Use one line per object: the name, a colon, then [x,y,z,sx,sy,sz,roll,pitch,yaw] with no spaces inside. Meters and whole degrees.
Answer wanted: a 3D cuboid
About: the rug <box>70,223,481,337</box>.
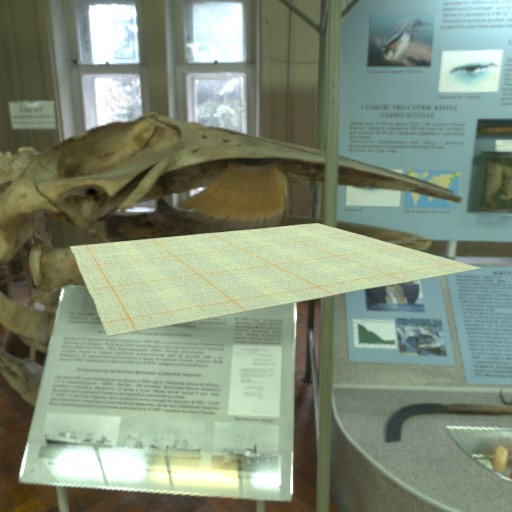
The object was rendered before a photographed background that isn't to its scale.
rug: [0.000,0.000,4.151,3.051,0.021,2.448,-7,16,-26]
